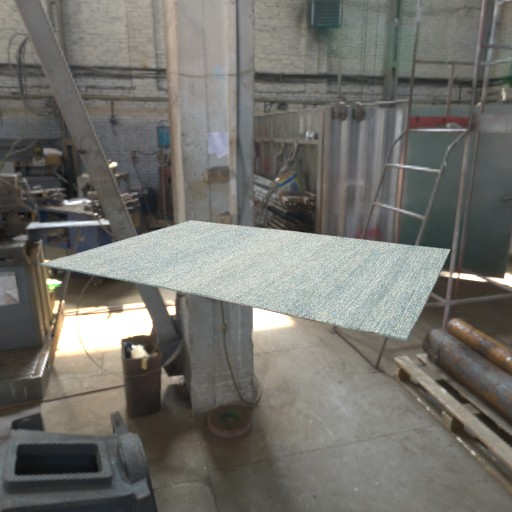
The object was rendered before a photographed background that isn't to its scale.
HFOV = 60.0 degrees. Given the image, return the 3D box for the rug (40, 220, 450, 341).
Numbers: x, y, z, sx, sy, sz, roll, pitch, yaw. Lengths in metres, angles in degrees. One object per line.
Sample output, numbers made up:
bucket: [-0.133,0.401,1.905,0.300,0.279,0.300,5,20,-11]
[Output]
rug: [0.000,0.000,2.964,2.260,0.026,1.611,8,18,27]
